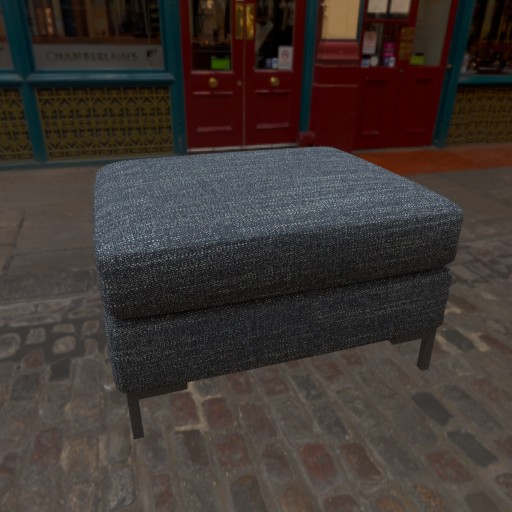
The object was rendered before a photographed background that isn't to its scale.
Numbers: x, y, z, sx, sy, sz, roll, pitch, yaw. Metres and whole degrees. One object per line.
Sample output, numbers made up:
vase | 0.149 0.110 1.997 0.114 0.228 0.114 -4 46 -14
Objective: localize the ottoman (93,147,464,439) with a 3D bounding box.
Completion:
ottoman | 0.000 0.000 1.233 0.814 0.491 0.667 -8 27 -16
